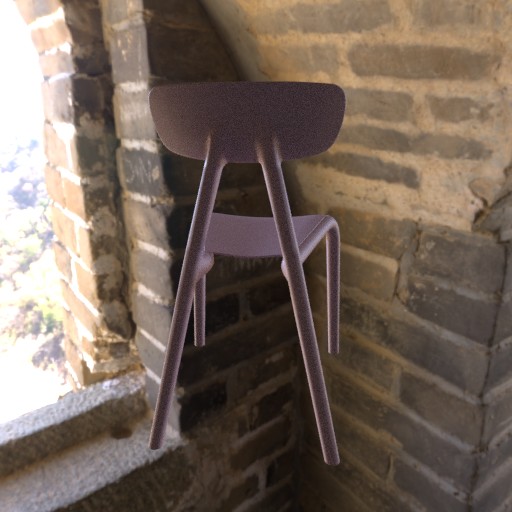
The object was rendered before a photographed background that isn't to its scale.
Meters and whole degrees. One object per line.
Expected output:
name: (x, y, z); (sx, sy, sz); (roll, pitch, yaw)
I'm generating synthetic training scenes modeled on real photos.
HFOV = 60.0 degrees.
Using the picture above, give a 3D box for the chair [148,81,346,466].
chair: (0.000, 0.000, 0.840); (0.356, 0.580, 0.401); (2, 15, 7)
